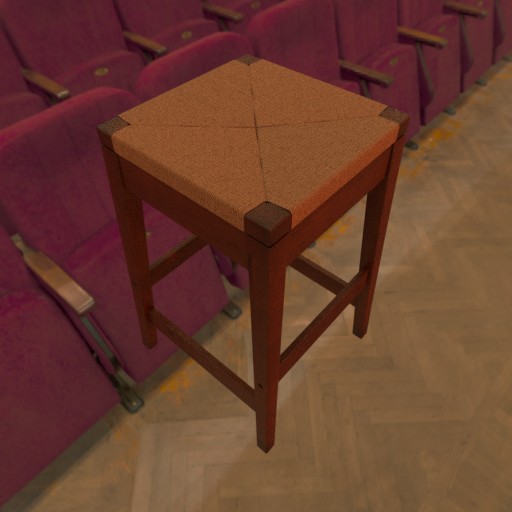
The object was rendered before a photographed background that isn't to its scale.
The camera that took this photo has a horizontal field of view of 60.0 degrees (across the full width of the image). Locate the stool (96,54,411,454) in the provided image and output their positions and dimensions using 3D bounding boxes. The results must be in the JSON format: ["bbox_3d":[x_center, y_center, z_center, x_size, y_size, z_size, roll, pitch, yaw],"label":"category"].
[{"bbox_3d":[0.000,0.000,1.119,0.507,0.762,0.497,33,55,27],"label":"stool"}]
